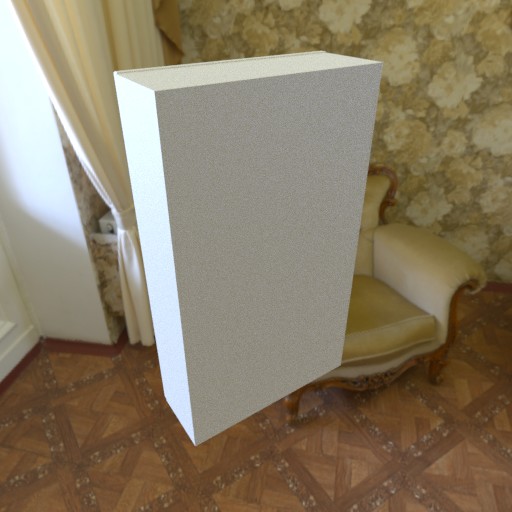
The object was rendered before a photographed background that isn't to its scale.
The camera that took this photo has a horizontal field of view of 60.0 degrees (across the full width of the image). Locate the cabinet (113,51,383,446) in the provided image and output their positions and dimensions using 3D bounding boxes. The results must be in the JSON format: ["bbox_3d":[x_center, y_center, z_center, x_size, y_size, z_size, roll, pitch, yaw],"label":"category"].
[{"bbox_3d":[0.000,0.000,2.706,1.250,2.160,0.480,-20,37,-28],"label":"cabinet"}]
